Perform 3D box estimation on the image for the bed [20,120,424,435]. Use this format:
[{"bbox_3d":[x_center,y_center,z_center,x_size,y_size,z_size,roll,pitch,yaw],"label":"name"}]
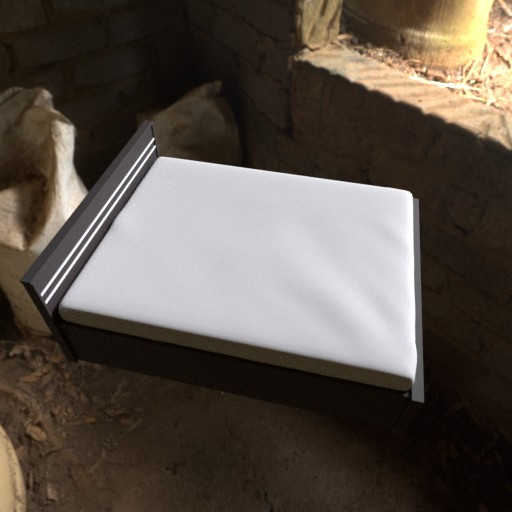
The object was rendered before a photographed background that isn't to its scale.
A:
[{"bbox_3d":[0.000,0.000,2.941,2.103,0.808,1.634,10,47,9],"label":"bed"}]
